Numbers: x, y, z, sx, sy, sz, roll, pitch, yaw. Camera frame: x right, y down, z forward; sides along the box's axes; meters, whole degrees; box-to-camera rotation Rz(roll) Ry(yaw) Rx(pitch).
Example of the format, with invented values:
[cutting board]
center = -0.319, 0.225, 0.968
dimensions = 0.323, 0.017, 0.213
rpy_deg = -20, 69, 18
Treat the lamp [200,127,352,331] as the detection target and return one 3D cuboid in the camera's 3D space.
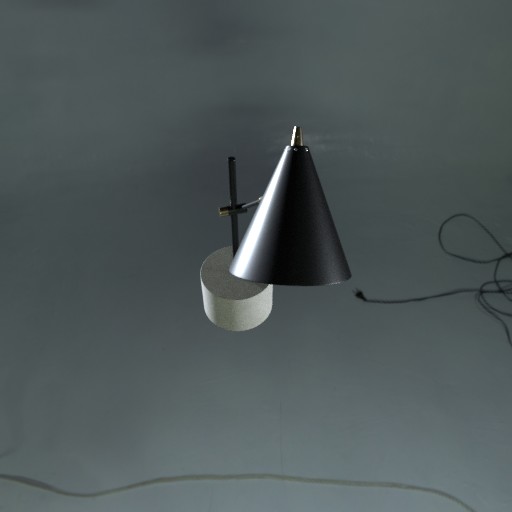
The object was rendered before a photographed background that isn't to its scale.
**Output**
[lamp]
center = 0.000, 0.000, 0.736
dimensions = 0.214, 0.518, 0.403
rpy_deg = -3, 46, -3
